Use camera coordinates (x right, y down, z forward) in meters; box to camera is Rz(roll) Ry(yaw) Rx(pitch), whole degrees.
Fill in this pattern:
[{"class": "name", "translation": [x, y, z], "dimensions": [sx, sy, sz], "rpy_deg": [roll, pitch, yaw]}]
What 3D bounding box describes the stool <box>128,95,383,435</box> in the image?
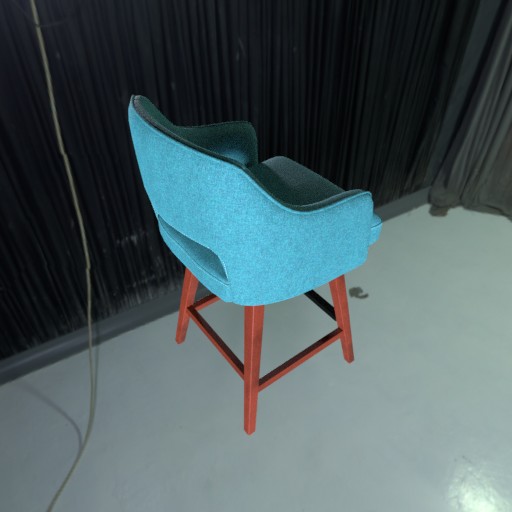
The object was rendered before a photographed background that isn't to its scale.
[{"class": "stool", "translation": [0.000, 0.000, 1.320], "dimensions": [0.556, 0.961, 0.548], "rpy_deg": [-26, 47, -27]}]
